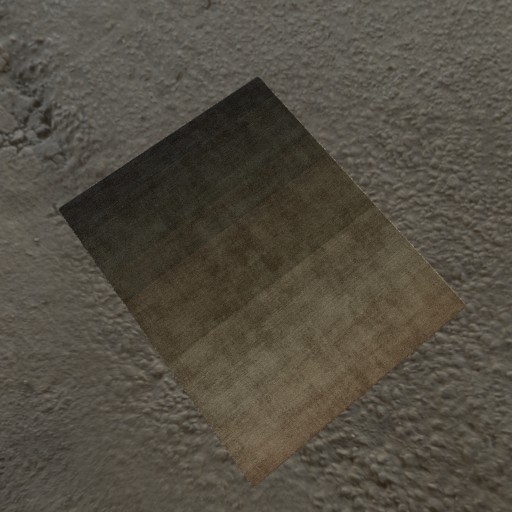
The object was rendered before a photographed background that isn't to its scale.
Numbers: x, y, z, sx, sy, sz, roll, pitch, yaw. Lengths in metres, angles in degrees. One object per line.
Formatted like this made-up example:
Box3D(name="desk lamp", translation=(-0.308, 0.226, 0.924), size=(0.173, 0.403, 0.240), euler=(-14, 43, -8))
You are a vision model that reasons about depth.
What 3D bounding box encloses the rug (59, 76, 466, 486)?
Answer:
Box3D(name="rug", translation=(0.000, 0.000, 3.892), size=(2.306, 0.017, 2.902), euler=(-37, 78, -9))
